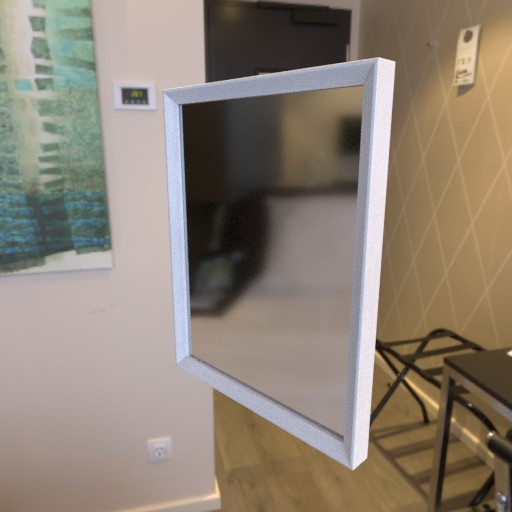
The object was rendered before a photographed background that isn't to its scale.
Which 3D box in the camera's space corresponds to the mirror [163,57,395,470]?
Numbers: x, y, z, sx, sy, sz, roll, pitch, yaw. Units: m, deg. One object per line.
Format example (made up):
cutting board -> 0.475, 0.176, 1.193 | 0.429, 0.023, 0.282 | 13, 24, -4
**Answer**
mirror -> 0.000, 0.000, 0.679 | 0.041, 0.509, 0.406 | -14, 20, -43
